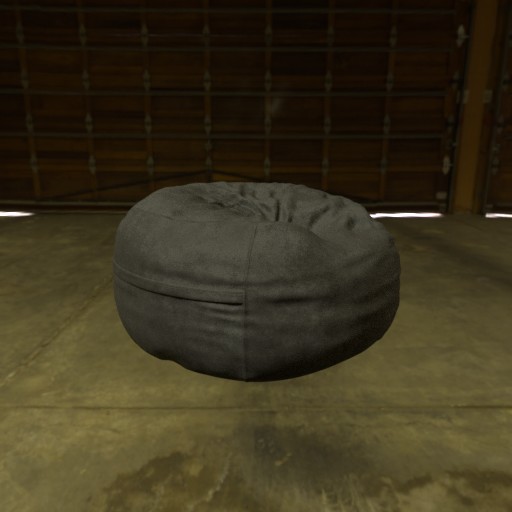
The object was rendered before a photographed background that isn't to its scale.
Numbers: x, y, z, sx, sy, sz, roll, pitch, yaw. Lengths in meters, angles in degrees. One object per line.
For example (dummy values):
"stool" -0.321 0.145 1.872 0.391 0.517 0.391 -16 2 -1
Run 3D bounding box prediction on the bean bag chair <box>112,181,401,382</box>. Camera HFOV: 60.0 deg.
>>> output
"bean bag chair" 0.000 0.000 2.444 1.525 0.751 1.525 0 14 0
